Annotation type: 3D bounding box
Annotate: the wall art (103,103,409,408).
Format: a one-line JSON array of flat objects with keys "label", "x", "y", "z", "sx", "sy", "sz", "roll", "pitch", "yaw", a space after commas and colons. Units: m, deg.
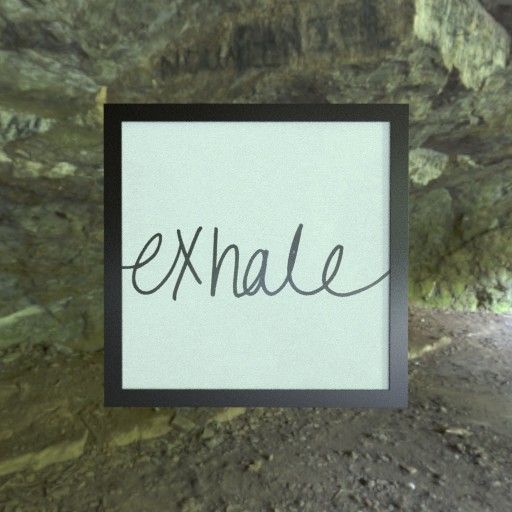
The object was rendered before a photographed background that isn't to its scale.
[{"label": "wall art", "x": 0.000, "y": 0.000, "z": 0.655, "sx": 0.446, "sy": 0.445, "sz": 0.014, "roll": 0, "pitch": 1, "yaw": 0}]
